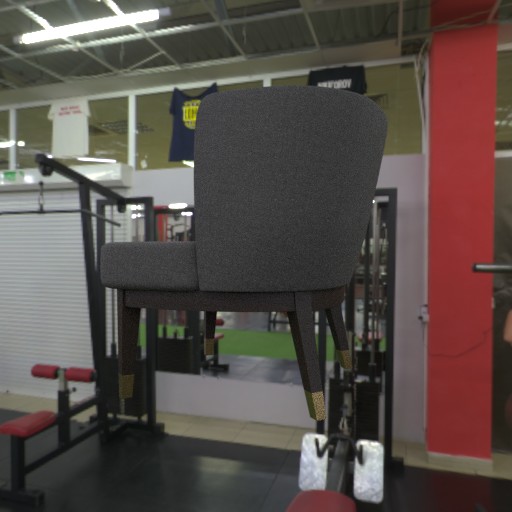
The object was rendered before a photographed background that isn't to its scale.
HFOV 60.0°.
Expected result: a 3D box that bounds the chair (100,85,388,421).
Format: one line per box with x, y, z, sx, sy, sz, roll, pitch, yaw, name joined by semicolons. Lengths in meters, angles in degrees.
0.000;0.000;1.230;0.698;0.695;0.639;0;1;20;chair
